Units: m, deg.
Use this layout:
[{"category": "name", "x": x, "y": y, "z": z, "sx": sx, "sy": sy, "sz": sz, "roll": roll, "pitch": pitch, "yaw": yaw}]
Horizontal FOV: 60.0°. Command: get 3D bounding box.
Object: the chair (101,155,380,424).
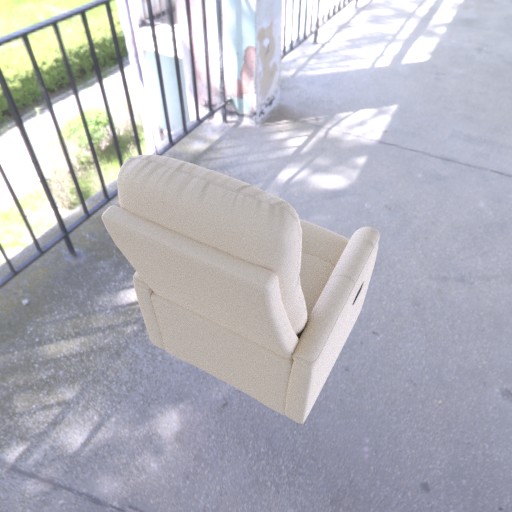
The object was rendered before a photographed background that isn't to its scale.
[{"category": "chair", "x": 0.000, "y": 0.000, "z": 1.689, "sx": 0.775, "sy": 1.082, "sz": 0.831, "roll": 22, "pitch": 50, "yaw": 20}]
